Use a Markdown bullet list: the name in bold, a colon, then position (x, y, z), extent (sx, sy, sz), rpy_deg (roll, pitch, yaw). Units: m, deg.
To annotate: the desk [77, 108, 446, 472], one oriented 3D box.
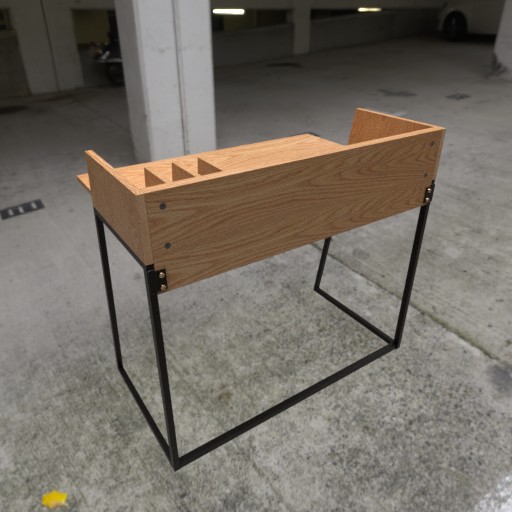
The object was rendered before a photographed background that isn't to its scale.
- **desk**: position (0.000, 0.000, 1.879), extent (1.191, 1.061, 0.769), rpy_deg (-18, 34, -29)
